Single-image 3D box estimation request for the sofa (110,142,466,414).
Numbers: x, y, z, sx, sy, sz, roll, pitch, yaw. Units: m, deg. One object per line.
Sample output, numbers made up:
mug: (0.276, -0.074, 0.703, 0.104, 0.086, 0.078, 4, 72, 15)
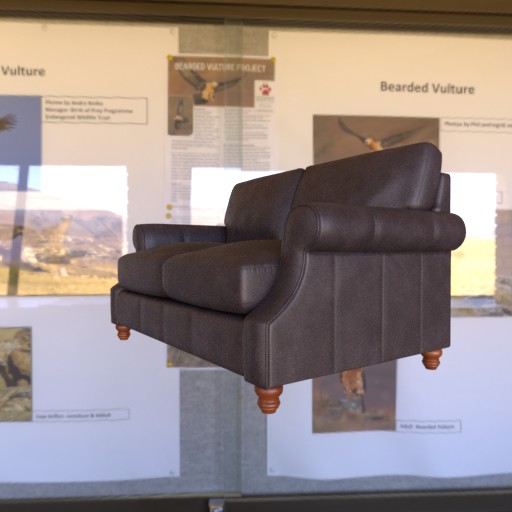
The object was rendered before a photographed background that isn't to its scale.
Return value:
sofa: (0.000, 0.000, 2.250, 1.030, 0.979, 1.663, -1, 1, -35)
